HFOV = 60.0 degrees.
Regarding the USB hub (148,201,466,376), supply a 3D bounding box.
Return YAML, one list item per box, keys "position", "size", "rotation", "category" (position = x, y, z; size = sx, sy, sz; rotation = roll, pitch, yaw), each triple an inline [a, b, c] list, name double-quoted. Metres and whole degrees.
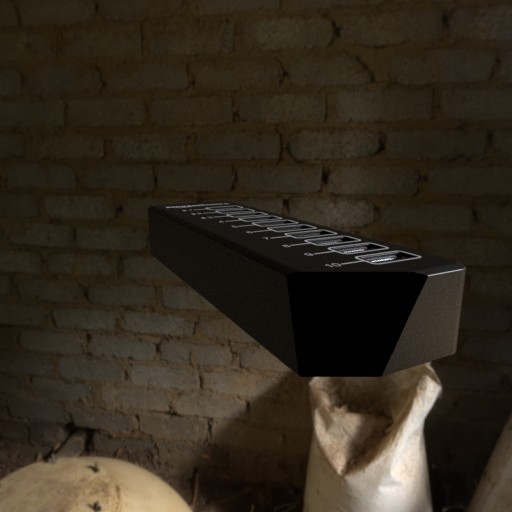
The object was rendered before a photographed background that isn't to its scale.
- position: [0.000, 0.000, 0.162]
  size: [0.044, 0.023, 0.145]
  rotation: [-7, 16, -26]
  category: "USB hub"
